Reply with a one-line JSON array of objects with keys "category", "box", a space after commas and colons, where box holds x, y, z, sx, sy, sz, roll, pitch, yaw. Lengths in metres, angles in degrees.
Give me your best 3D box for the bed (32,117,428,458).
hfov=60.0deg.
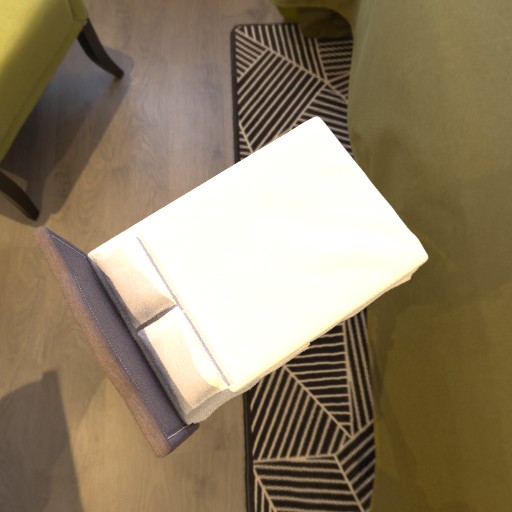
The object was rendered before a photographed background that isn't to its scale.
[{"category": "bed", "box": [0.000, 0.000, 3.547, 2.507, 1.441, 1.741, -33, 78, -8]}]
